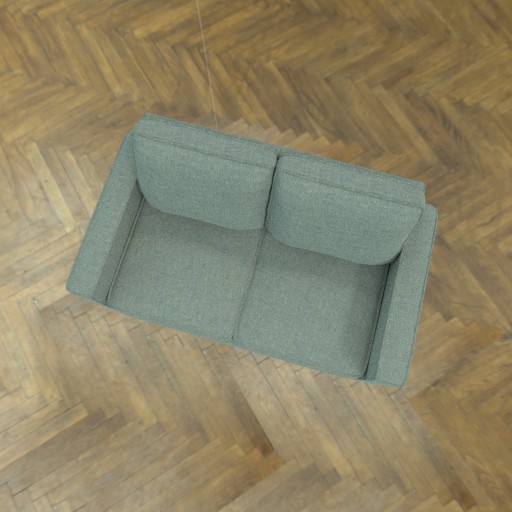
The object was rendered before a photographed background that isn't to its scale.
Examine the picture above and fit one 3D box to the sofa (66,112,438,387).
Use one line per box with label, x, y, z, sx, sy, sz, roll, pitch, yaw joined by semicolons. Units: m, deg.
sofa;0.000;0.000;2.339;1.706;0.915;0.945;15;76;4
